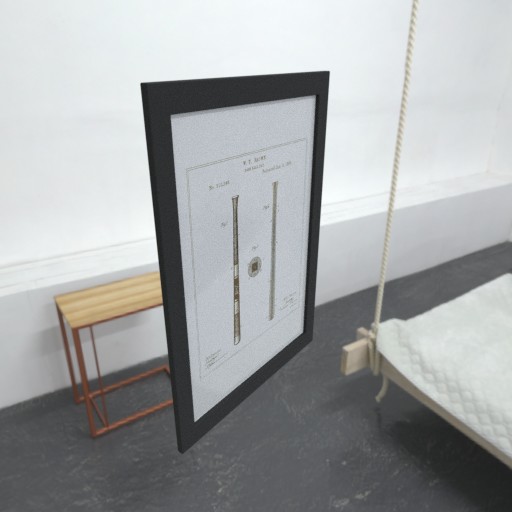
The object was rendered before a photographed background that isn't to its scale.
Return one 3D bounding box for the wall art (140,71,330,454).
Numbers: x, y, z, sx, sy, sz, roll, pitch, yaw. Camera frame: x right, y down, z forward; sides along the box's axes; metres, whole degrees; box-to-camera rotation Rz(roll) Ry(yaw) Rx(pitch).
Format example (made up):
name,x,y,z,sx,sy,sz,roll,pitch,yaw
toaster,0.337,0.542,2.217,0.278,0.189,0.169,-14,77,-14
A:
name,x,y,z,sx,sy,sz,roll,pitch,yaw
wall art,0.000,0.000,0.700,0.012,0.529,0.374,18,31,34
